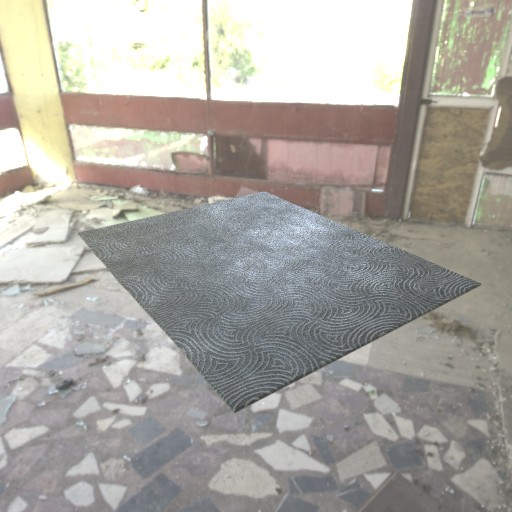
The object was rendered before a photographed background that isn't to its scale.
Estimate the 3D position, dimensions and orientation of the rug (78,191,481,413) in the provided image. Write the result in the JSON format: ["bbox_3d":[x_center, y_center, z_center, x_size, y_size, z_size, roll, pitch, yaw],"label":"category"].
[{"bbox_3d":[0.000,0.000,4.166,2.456,0.021,3.042,-17,31,-31],"label":"rug"}]
